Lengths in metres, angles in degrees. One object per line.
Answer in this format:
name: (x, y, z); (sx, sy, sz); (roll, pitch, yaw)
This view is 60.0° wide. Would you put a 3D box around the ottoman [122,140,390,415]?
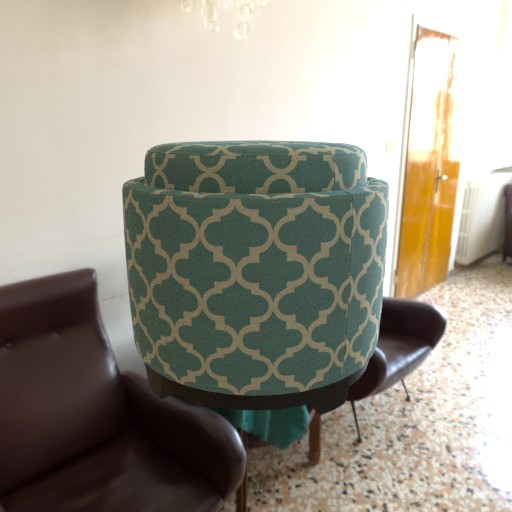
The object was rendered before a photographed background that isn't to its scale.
ottoman: (0.000, 0.000, 0.853); (0.480, 0.429, 0.480); (0, 16, 0)
